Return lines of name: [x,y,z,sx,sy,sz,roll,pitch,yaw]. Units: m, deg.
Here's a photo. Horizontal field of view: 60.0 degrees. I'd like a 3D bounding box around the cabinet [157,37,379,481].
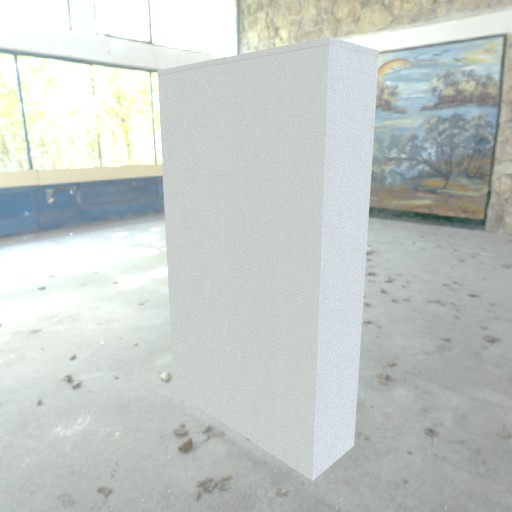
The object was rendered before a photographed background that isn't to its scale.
cabinet: [0.000,0.000,1.575,0.750,1.280,0.250,14,20,43]
